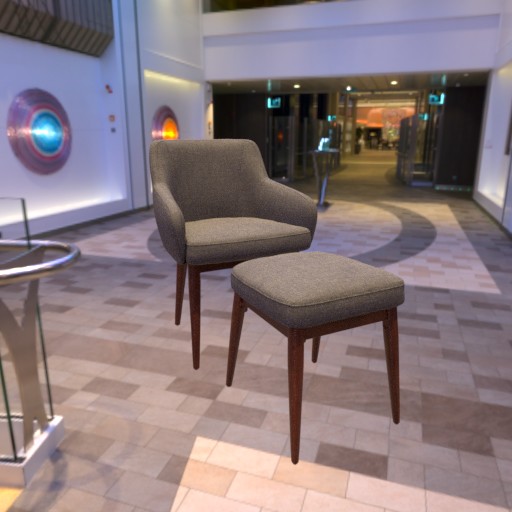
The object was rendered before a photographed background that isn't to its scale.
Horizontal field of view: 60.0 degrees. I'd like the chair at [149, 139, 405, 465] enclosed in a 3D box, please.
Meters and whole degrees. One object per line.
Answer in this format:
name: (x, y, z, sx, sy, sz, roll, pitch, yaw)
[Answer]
chair: (0.000, 0.000, 1.573, 0.584, 0.799, 1.107, -8, 17, -27)
